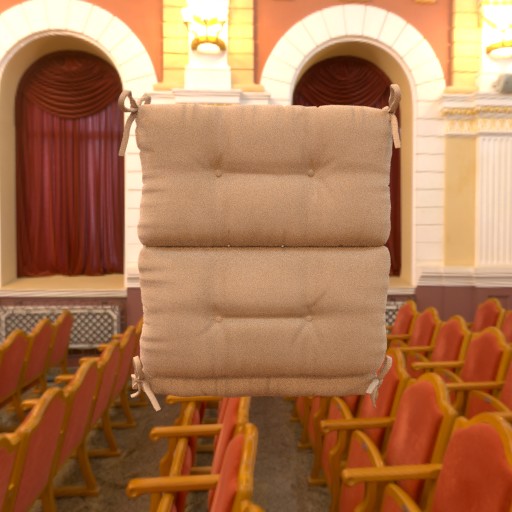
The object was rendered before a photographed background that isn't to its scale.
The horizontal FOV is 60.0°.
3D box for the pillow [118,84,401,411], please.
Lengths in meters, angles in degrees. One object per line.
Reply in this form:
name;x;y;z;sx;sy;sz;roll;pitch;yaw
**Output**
pillow;0.000;0.000;1.024;0.519;0.605;0.571;0;1;-2
